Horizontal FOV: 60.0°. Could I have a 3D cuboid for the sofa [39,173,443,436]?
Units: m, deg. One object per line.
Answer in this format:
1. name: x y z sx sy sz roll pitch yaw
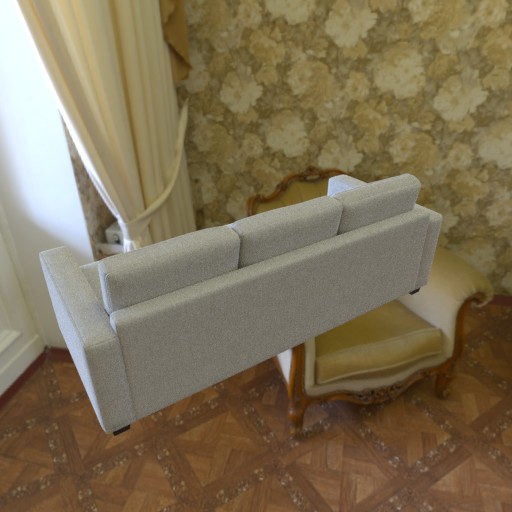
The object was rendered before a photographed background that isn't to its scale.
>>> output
1. sofa: 0.000 0.000 2.540 2.120 0.800 0.900 -18 35 -28
